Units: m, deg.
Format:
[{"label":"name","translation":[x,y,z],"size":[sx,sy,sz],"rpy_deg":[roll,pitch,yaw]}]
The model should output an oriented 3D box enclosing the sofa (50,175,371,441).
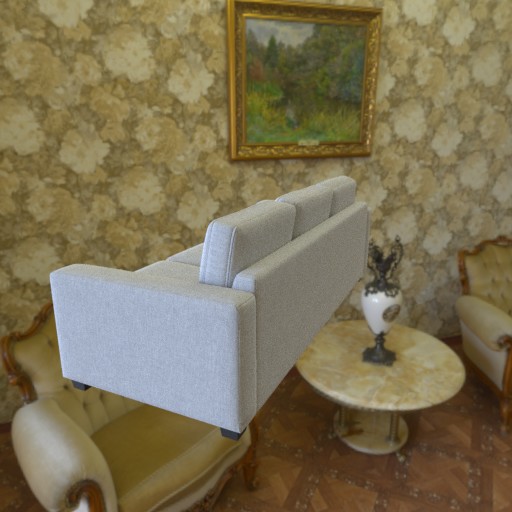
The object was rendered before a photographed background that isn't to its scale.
[{"label":"sofa","translation":[0.000,0.000,2.583],"size":[0.900,0.800,2.120],"rpy_deg":[7,18,24]}]
